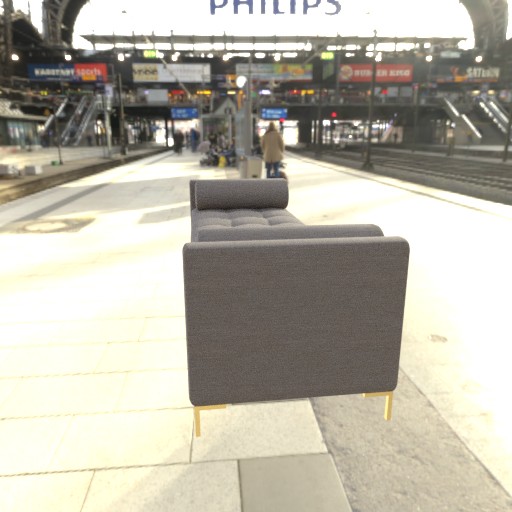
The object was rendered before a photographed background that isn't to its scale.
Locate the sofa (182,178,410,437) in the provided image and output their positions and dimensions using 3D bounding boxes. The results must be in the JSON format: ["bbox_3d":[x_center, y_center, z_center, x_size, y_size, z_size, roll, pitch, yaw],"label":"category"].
[{"bbox_3d":[0.000,0.000,2.308,0.686,0.635,1.981,-2,15,-7],"label":"sofa"}]
